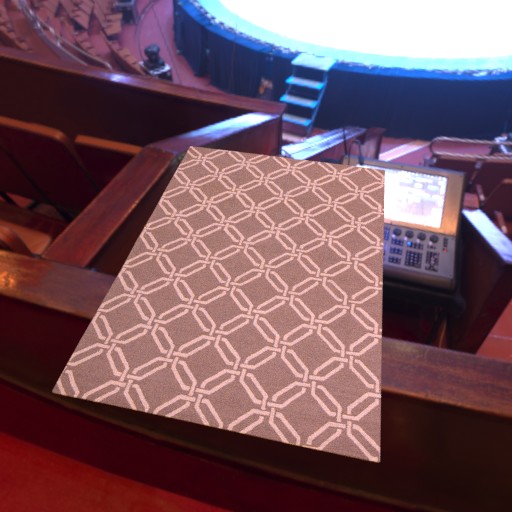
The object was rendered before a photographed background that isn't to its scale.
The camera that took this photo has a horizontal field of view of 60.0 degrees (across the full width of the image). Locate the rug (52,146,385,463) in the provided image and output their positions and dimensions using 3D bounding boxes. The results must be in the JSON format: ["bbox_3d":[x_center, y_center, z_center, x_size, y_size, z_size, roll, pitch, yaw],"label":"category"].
[{"bbox_3d":[0.000,0.000,4.320,2.441,0.020,3.419,9,47,8],"label":"rug"}]
